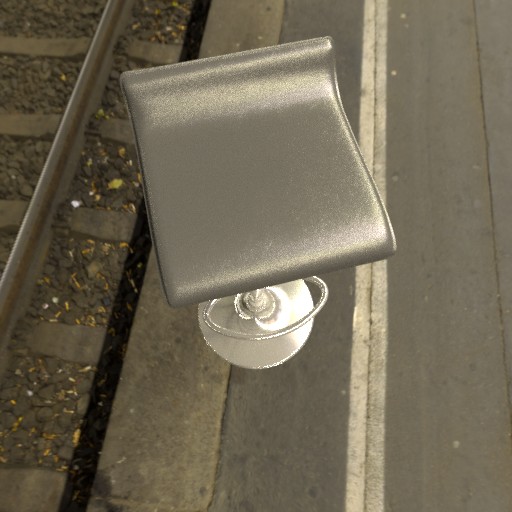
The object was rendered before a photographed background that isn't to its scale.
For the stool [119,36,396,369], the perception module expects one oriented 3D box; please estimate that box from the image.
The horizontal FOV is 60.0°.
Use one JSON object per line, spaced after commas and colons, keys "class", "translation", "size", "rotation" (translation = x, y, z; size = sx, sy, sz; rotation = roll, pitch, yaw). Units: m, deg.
{"class": "stool", "translation": [0.000, 0.000, 1.059], "size": [0.381, 0.851, 0.381], "rotation": [-13, 66, -6]}
